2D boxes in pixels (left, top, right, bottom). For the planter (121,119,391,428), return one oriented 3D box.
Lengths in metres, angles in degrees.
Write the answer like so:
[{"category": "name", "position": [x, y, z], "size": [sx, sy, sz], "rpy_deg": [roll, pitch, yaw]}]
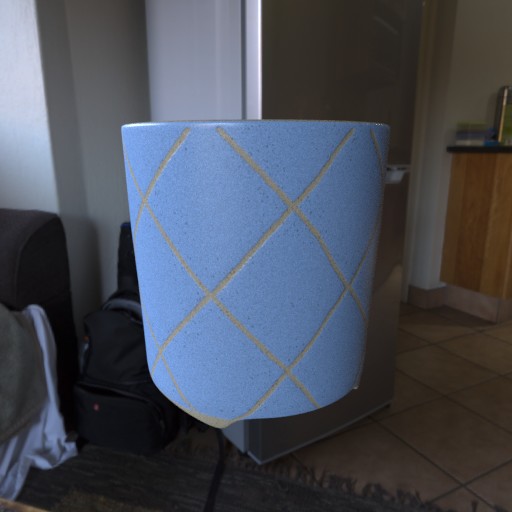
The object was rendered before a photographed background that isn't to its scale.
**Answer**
[{"category": "planter", "position": [0.000, 0.000, 0.418], "size": [0.227, 0.235, 0.227], "rpy_deg": [0, 14, 0]}]
